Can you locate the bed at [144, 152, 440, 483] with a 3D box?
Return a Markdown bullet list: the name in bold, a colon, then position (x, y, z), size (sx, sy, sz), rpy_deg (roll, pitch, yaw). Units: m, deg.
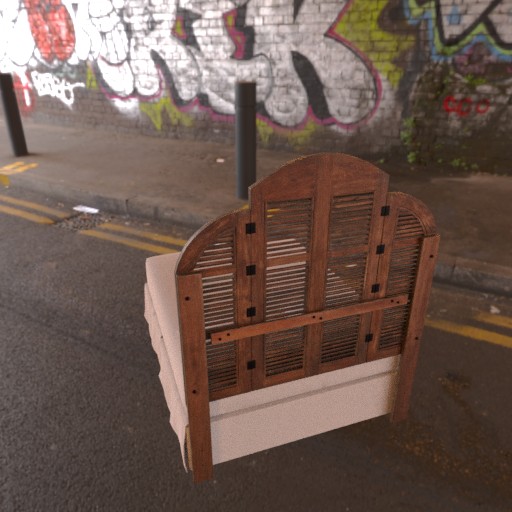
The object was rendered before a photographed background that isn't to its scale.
- **bed**: position (0.000, 0.000, 3.541), size (1.713, 2.019, 2.138), rpy_deg (-9, 26, -18)
